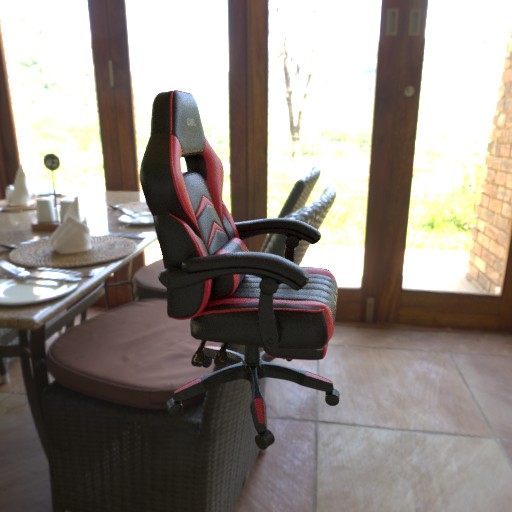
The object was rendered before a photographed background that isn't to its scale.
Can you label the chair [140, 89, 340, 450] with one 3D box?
[{"bbox_3d":[0.000,0.000,1.731,0.700,1.220,0.700,3,16,11],"label":"chair"}]
